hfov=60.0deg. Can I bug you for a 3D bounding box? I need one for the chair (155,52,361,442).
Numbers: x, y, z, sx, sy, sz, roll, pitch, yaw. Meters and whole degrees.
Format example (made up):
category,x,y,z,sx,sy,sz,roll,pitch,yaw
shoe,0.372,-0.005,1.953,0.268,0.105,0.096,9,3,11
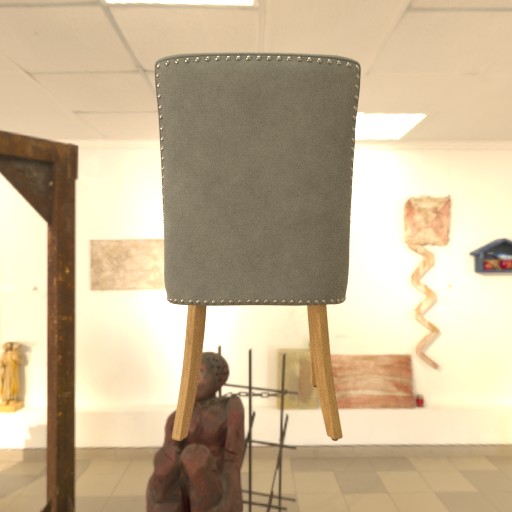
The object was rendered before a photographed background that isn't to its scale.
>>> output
category,x,y,z,sx,sy,sz,roll,pitch,yaw
chair,0.000,0.000,1.255,0.495,0.902,0.610,0,0,-1
